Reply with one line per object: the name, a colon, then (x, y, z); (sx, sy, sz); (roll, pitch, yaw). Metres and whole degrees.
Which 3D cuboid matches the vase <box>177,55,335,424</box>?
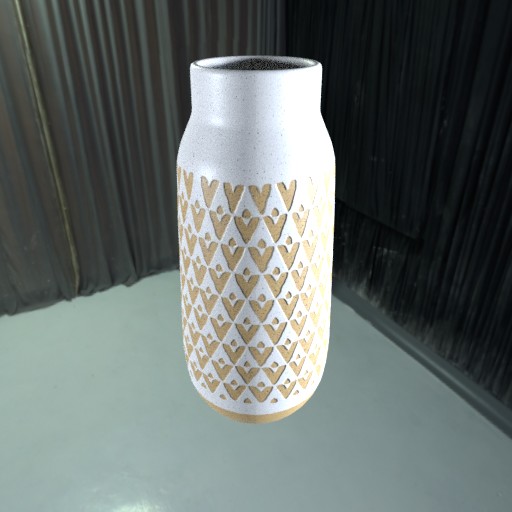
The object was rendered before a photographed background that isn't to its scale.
vase: (0.000, 0.000, 0.381); (0.137, 0.307, 0.137); (0, 30, 0)
